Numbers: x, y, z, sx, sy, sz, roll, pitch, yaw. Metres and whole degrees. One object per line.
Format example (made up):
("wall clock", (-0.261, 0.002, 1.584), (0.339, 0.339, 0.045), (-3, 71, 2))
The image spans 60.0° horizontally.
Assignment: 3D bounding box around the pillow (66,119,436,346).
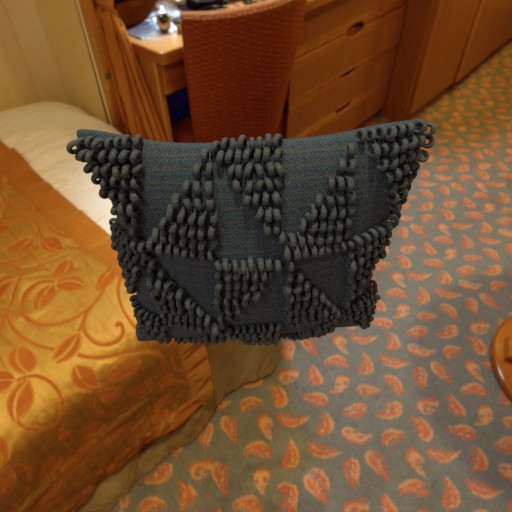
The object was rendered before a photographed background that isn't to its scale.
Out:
("pillow", (0.000, 0.000, 0.717), (0.469, 0.466, 0.172), (-3, 47, -3))
